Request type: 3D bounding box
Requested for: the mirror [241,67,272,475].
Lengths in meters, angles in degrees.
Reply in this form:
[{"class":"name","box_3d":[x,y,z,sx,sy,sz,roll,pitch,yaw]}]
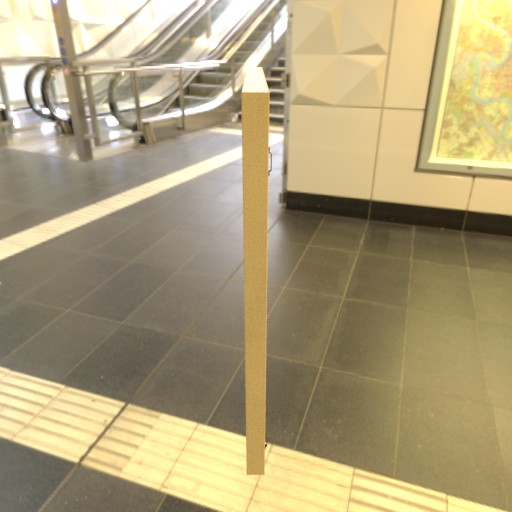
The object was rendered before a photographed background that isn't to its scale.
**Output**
[{"class":"mirror","box_3d":[0.000,0.000,0.942,0.040,0.710,0.507,0,26,0]}]
